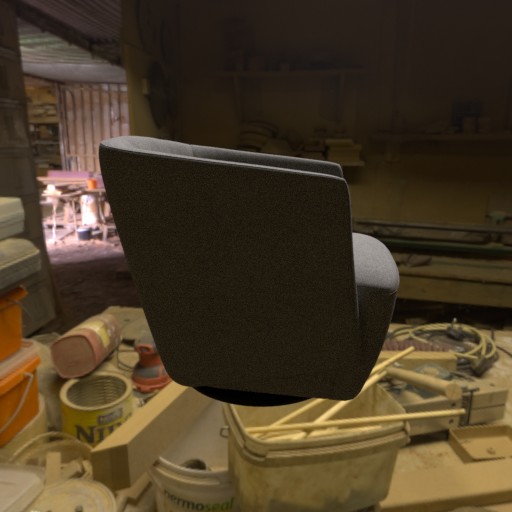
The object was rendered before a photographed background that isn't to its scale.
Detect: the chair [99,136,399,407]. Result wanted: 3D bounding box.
[{"bbox_3d":[0.000,0.000,1.645,0.986,0.861,0.822,2,15,9],"label":"chair"}]
